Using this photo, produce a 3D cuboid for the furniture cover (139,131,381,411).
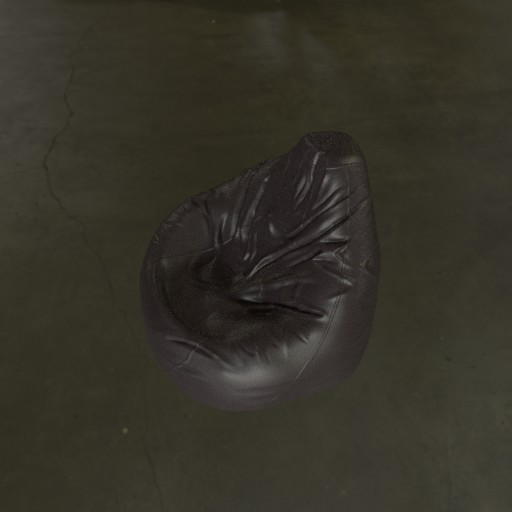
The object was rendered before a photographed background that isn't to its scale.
[{"bbox_3d":[0.000,0.000,1.922,1.070,0.990,1.070,-15,48,-14],"label":"furniture cover"}]
